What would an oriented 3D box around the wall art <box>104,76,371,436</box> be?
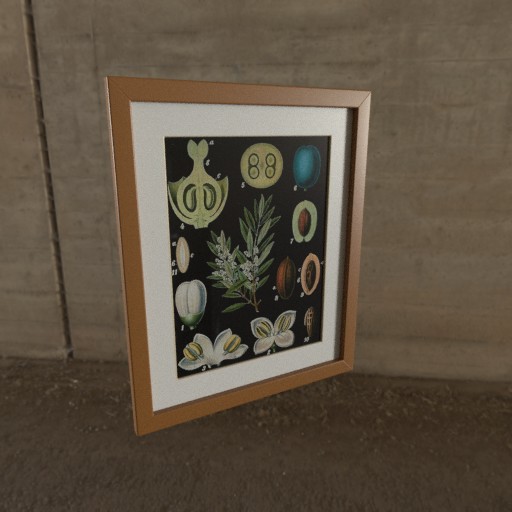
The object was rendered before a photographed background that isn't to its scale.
[{"bbox_3d":[0.000,0.000,0.758,0.449,0.550,0.021,-8,18,-27],"label":"wall art"}]
